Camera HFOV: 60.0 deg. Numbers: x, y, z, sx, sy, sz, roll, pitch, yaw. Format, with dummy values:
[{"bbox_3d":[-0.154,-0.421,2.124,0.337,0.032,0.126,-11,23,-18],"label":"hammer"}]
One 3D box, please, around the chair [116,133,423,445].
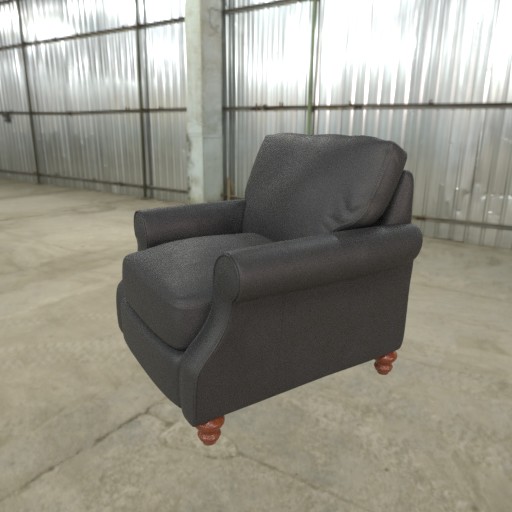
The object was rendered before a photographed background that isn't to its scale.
[{"bbox_3d":[0.000,0.000,1.802,1.027,0.960,1.015,-8,18,-26],"label":"chair"}]
